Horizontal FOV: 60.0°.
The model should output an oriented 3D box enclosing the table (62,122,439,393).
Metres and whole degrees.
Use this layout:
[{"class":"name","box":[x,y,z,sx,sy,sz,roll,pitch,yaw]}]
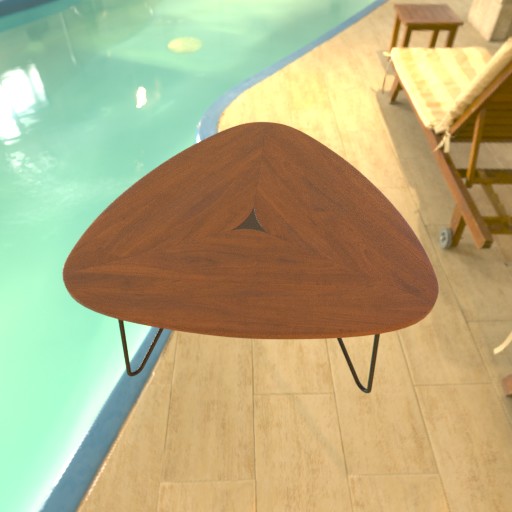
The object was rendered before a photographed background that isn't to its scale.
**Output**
[{"class":"table","box":[0.000,0.000,1.305,0.833,0.413,0.821,3,46,3]}]
